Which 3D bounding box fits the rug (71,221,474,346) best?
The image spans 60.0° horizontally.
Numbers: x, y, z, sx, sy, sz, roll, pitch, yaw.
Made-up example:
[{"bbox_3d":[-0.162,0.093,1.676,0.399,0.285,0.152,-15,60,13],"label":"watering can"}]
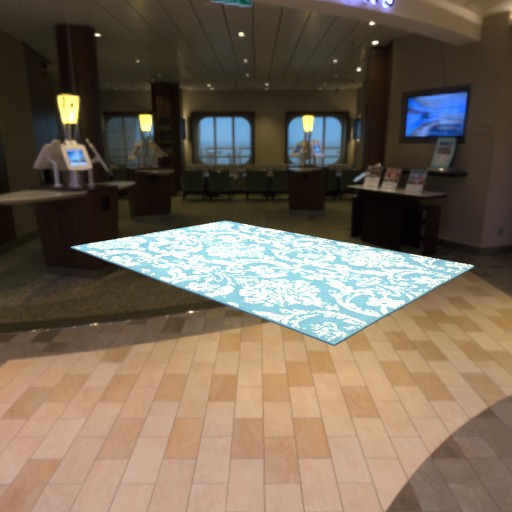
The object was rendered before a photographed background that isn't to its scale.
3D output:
[{"bbox_3d":[0.000,0.000,2.382,1.833,0.012,1.211,14,20,42],"label":"rug"}]
